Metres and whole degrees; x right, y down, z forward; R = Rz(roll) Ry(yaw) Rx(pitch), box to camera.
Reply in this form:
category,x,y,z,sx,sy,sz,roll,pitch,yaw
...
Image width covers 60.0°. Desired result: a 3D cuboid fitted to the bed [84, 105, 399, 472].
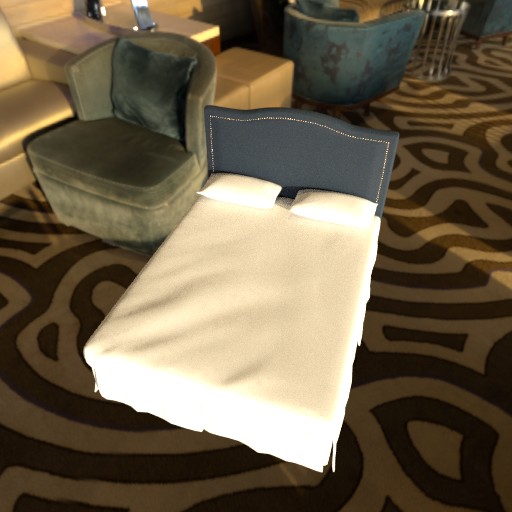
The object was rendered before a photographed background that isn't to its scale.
category,x,y,z,sx,sy,sz,roll,pitch,yaw
bed,0.000,0.000,3.415,1.821,1.436,2.282,13,43,14
